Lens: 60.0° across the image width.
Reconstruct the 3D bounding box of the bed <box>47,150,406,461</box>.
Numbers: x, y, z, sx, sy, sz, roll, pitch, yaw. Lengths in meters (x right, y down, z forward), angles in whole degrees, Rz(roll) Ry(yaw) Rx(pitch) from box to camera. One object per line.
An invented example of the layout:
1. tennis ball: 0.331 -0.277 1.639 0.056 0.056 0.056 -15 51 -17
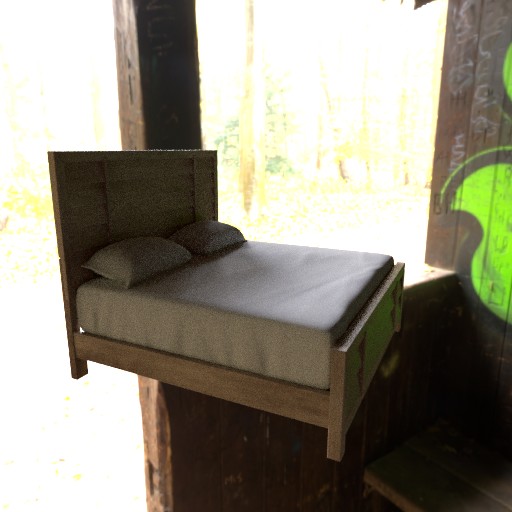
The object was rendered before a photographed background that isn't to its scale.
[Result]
1. bed: 0.000 0.000 3.512 2.032 1.626 2.032 7 15 25
